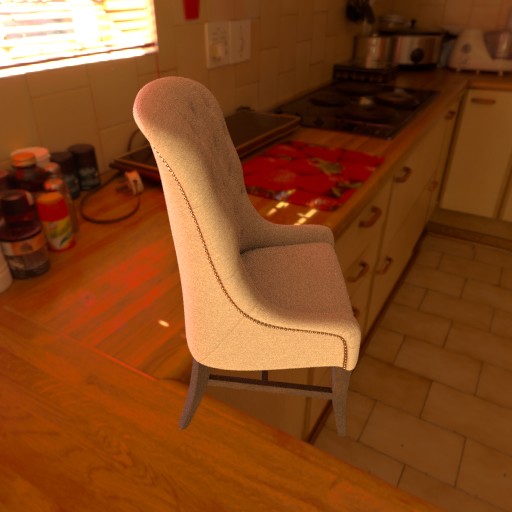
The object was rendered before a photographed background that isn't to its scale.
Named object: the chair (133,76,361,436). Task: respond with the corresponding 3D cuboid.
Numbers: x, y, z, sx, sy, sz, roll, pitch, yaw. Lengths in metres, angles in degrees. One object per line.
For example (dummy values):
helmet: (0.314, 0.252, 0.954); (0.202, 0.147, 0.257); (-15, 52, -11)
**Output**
chair: (0.000, 0.000, 1.477); (0.629, 1.091, 0.634); (0, 32, 0)
